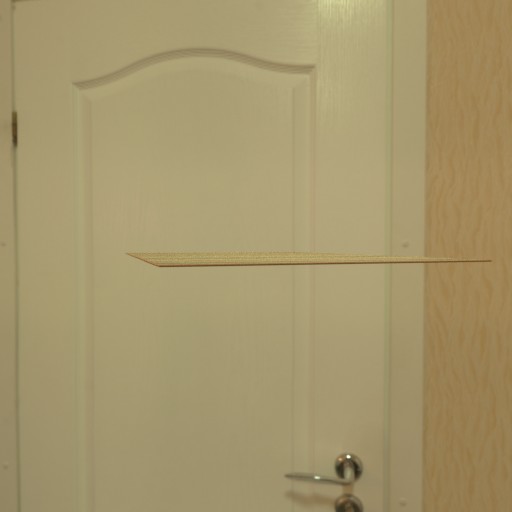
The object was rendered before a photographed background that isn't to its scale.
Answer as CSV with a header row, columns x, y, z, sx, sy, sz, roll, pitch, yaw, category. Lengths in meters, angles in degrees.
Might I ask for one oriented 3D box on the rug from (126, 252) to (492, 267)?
x,y,z,sx,sy,sz,roll,pitch,yaw,category
0.000,0.000,2.307,1.219,0.008,1.829,-1,2,-19,rug
